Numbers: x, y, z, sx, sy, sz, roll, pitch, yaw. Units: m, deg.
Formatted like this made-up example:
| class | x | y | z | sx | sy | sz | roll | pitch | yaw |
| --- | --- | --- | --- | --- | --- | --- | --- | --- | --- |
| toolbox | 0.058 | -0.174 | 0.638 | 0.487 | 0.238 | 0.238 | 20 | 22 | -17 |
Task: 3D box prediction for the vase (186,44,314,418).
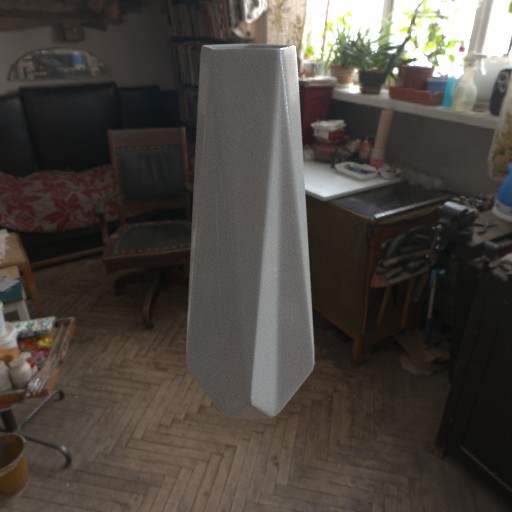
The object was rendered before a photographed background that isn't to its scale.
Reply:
| class | x | y | z | sx | sy | sz | roll | pitch | yaw |
| --- | --- | --- | --- | --- | --- | --- | --- | --- | --- |
| vase | 0.000 | 0.000 | 0.385 | 0.116 | 0.329 | 0.122 | 9 | 30 | 16 |
